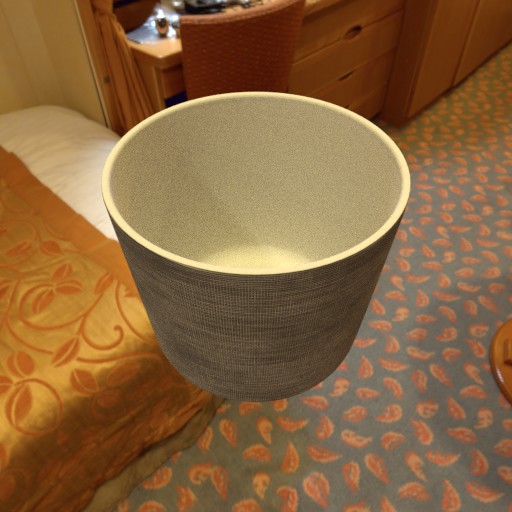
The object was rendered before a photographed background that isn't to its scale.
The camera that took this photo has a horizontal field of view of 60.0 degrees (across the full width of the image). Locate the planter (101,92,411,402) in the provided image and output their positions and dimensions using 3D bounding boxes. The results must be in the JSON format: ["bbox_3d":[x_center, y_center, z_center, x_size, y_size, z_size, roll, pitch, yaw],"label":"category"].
[{"bbox_3d":[0.000,0.000,0.790,0.440,0.398,0.440,0,46,0],"label":"planter"}]
